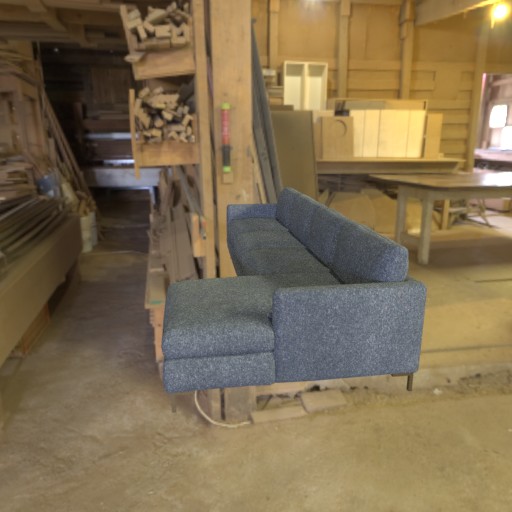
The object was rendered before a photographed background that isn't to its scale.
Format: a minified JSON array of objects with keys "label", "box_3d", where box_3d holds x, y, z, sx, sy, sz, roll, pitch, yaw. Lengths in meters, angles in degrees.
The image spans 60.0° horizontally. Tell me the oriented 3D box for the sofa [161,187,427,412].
[{"label":"sofa","box_3d":[0.000,0.000,3.564,1.350,0.810,2.932,-2,15,-8]}]
